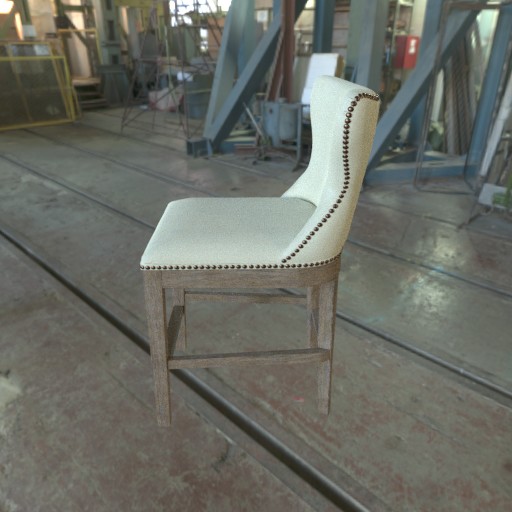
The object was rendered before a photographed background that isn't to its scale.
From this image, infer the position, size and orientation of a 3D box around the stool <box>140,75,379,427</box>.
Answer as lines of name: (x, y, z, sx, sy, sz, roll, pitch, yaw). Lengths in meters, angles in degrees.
stool: (0.000, 0.000, 1.333, 0.608, 0.981, 0.498, 0, 26, -1)
